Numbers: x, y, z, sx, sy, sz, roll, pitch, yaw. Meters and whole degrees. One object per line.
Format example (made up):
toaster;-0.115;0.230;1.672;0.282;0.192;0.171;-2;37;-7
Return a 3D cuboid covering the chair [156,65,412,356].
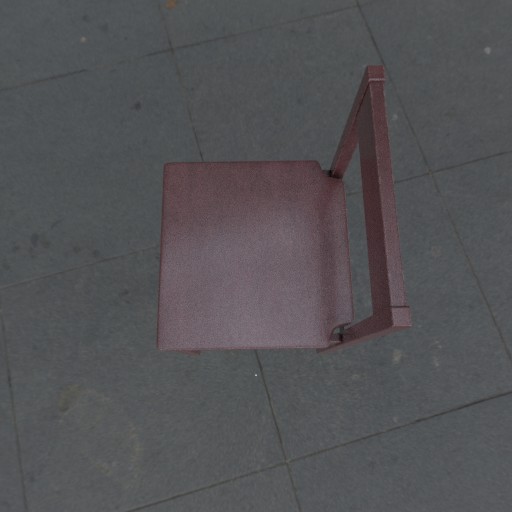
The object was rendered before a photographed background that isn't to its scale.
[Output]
chair;0.000;0.000;0.879;0.361;0.668;0.367;-1;75;0
